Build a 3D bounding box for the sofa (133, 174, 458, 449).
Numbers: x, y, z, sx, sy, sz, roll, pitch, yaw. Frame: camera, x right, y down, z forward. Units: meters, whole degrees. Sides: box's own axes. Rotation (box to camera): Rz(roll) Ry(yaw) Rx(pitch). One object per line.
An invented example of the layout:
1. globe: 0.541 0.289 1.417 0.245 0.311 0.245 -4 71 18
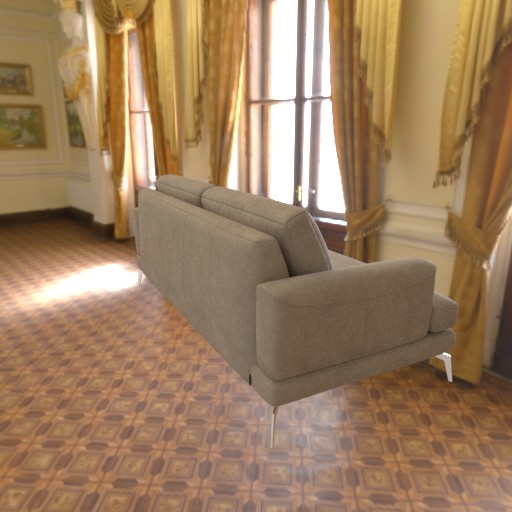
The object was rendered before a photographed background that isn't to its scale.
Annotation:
1. sofa: 0.000 0.000 2.534 0.980 0.830 2.013 -8 17 -27
